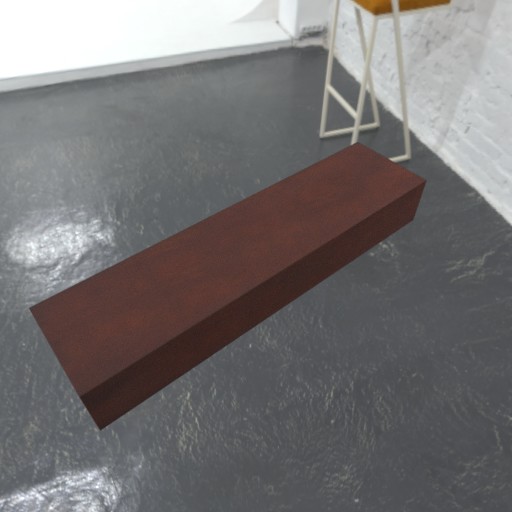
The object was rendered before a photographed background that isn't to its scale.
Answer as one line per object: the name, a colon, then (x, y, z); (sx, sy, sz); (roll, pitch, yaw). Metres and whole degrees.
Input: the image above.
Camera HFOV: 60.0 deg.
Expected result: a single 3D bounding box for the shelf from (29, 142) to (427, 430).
shelf: (0.000, 0.000, 0.676); (0.607, 0.088, 0.152); (-30, 53, -26)
